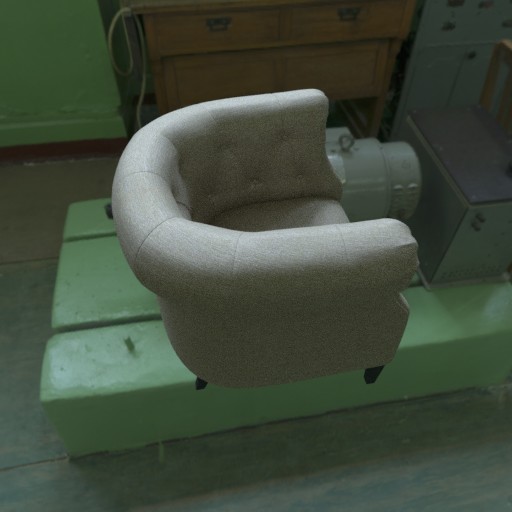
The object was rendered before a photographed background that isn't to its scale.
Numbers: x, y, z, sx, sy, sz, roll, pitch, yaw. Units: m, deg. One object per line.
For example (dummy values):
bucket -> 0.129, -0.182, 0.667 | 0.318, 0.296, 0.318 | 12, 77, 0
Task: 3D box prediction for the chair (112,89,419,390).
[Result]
chair -> 0.000, 0.000, 1.576 | 0.852, 0.827, 0.905 | -8, 48, -8
